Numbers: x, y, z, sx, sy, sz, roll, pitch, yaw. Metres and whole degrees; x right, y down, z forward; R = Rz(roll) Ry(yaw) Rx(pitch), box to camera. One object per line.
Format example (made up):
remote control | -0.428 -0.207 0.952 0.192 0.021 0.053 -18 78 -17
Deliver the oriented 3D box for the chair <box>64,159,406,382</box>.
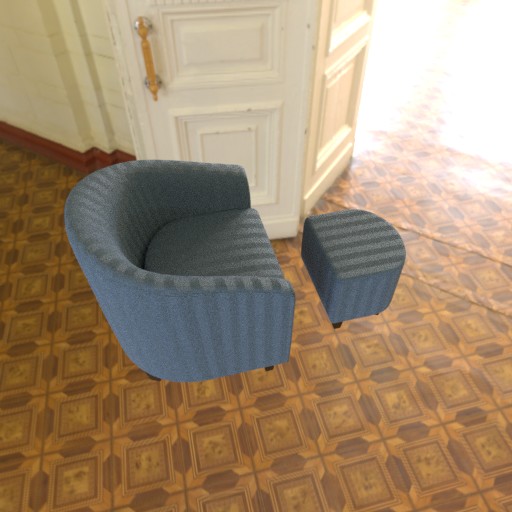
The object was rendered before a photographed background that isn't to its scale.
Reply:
chair | 0.000 0.000 1.802 1.288 0.757 0.756 -10 46 -10
